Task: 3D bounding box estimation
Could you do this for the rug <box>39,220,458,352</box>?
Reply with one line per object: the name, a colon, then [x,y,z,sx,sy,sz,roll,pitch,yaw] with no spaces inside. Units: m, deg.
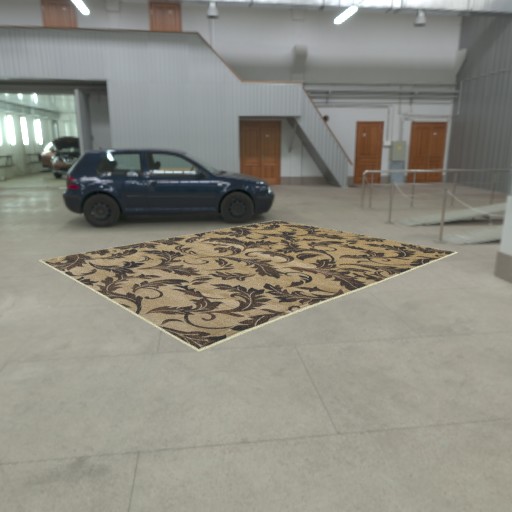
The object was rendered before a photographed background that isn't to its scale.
rug: [0.000,0.000,4.002,2.977,0.008,2.380,-13,20,-41]
